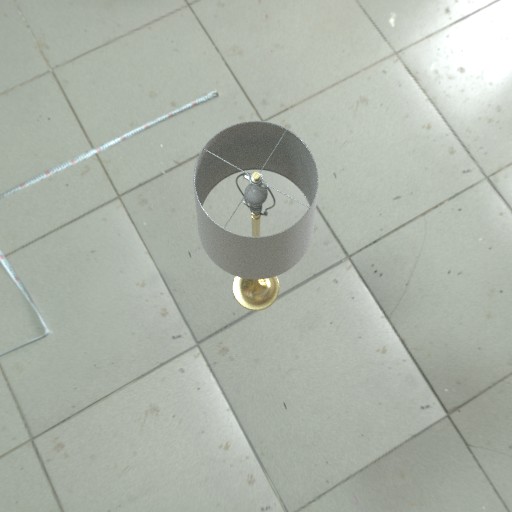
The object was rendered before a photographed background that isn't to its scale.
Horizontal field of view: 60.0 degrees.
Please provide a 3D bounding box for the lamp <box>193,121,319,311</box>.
[{"bbox_3d":[0.000,0.000,1.708,0.337,1.543,0.337,0,77,0],"label":"lamp"}]
